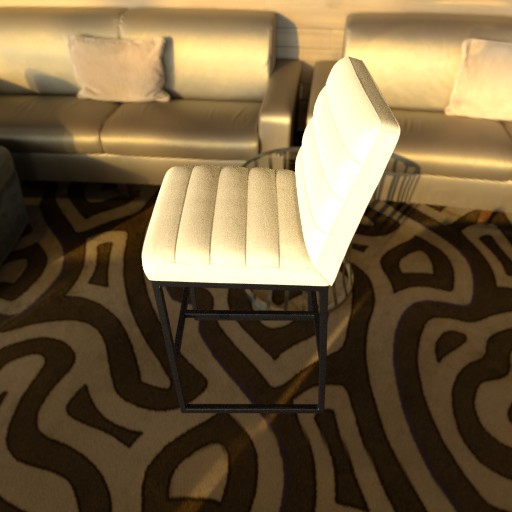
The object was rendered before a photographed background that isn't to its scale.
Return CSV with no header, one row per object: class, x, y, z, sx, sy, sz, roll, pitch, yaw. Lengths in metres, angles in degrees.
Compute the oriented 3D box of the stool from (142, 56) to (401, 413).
stool,0.000,0.000,1.341,0.560,1.040,0.460,0,41,0
